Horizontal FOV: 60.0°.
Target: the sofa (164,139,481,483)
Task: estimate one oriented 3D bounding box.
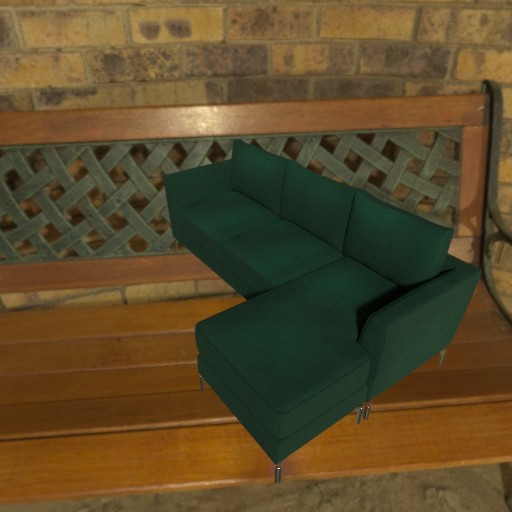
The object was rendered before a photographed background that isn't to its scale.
[{"bbox_3d":[0.000,0.000,3.154,1.489,1.007,2.441,-21,38,-30],"label":"sofa"}]
